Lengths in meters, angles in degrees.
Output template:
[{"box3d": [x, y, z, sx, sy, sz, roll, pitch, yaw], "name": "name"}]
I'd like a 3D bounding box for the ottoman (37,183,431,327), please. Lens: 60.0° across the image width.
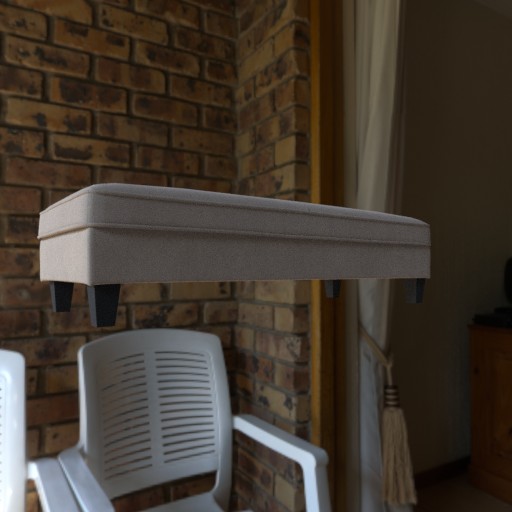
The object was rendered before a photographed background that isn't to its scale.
[{"box3d": [0.000, 0.000, 2.024, 1.726, 0.460, 0.735, 1, -2, -36], "name": "ottoman"}]
